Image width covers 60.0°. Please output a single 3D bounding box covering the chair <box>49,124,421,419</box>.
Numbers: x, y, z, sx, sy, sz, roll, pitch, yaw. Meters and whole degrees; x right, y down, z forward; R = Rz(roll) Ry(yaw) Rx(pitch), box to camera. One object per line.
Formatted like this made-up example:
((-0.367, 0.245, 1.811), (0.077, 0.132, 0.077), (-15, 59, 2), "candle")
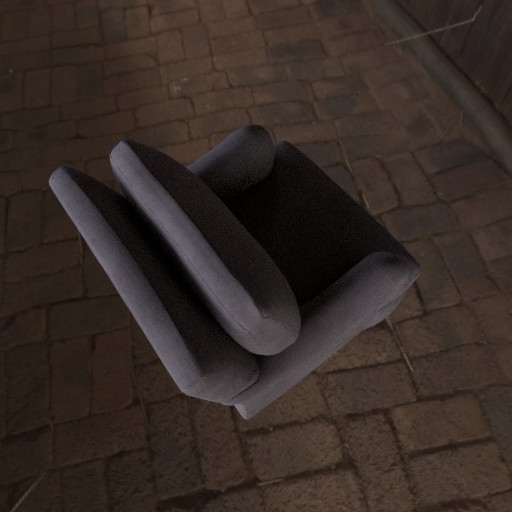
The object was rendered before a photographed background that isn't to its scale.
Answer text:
((0.000, 0.000, 1.801), (1.070, 0.997, 0.955), (-32, 64, -18), "chair")
